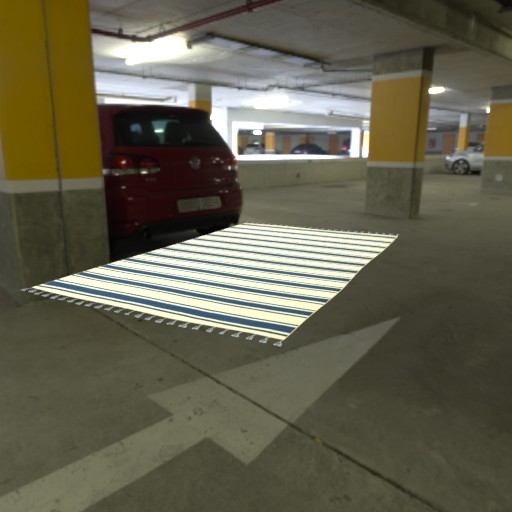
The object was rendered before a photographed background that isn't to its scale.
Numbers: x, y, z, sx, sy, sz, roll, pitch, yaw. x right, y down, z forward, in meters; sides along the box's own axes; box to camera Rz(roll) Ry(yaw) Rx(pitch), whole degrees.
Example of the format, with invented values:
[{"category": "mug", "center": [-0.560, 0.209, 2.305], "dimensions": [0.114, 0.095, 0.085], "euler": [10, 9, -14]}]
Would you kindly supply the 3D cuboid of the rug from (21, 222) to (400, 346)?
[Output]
[{"category": "rug", "center": [0.000, 0.000, 2.557], "dimensions": [1.248, 0.009, 2.108], "euler": [7, 15, 27]}]
